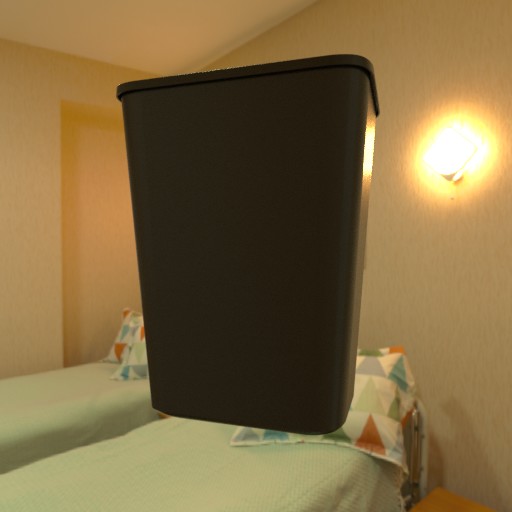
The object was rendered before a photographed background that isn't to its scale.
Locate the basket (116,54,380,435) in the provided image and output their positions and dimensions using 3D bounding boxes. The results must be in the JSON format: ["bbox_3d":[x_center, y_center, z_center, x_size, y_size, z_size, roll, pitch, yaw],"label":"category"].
[{"bbox_3d":[0.000,0.000,0.750,0.394,0.521,0.287,0,2,18],"label":"basket"}]
